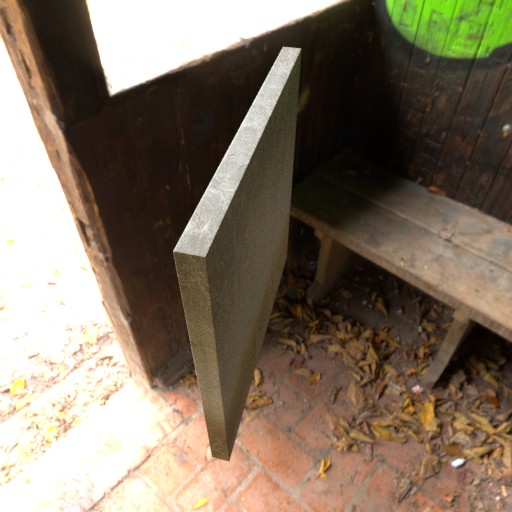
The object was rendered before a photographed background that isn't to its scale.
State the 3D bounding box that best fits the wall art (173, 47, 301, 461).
[{"bbox_3d":[0.000,0.000,0.914,0.038,0.610,0.610,10,47,10],"label":"wall art"}]
